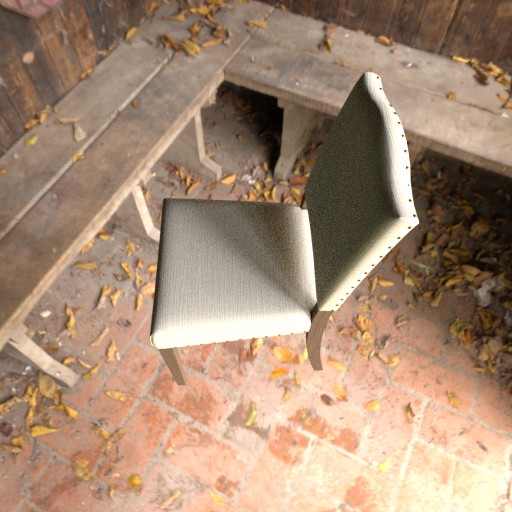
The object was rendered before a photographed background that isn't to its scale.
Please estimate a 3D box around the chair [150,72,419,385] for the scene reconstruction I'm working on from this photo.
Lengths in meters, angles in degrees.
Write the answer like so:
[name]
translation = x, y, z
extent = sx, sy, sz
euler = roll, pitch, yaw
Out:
[chair]
translation = 0.000, 0.000, 1.344
extent = 0.619, 1.015, 0.508
euler = -2, 59, -1
